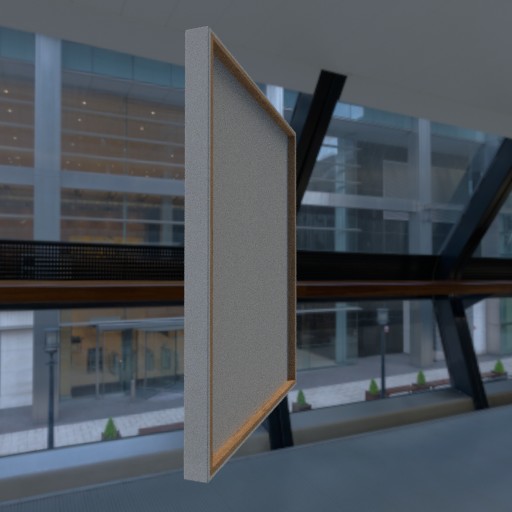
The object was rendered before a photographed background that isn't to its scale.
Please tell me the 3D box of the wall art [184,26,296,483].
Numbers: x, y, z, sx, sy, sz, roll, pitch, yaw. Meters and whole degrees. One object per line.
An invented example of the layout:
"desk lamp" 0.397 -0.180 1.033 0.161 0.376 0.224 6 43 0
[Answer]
"wall art" 0.000 0.000 0.833 0.037 0.606 0.508 0 -1 18
